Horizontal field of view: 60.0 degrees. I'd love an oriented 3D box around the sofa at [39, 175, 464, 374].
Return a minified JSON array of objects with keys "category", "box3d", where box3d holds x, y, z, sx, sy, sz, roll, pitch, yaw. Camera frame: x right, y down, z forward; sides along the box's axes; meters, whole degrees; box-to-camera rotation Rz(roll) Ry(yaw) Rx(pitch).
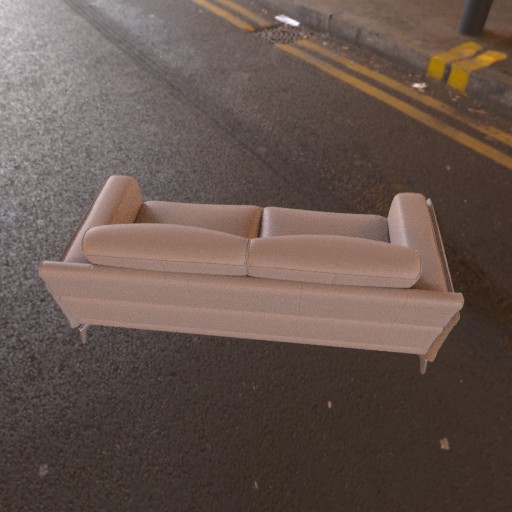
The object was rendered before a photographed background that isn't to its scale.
[{"category":"sofa","box3d":[0.000,0.000,2.571,2.101,0.930,1.049,4,46,4]}]
